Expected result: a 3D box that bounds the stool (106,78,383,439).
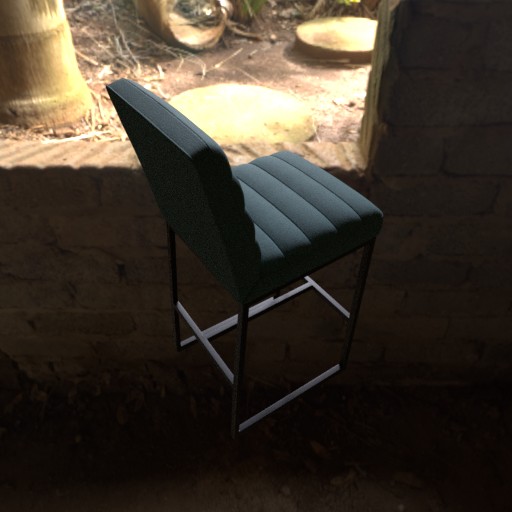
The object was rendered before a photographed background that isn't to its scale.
[{"bbox_3d":[0.000,0.000,1.340,0.560,1.040,0.460,-23,46,-25],"label":"stool"}]
